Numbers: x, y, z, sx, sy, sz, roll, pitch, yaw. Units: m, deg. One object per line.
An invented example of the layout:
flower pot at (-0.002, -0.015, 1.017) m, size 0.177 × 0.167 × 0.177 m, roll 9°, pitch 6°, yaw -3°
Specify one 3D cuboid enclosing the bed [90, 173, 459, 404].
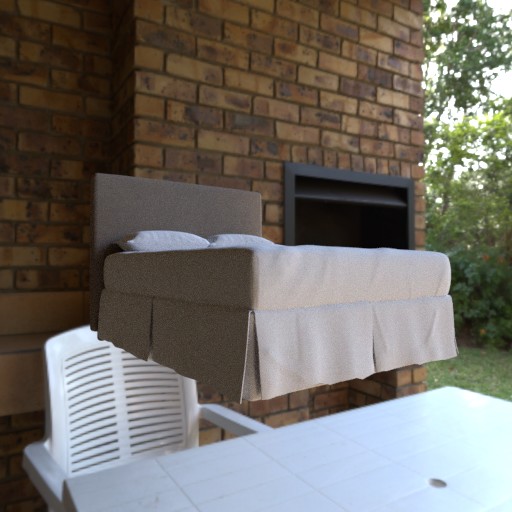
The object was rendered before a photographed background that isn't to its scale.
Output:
bed at (0.000, 0.000, 3.167) m, size 1.723 × 1.330 × 2.142 m, roll 1°, pitch -1°, yaw -37°
